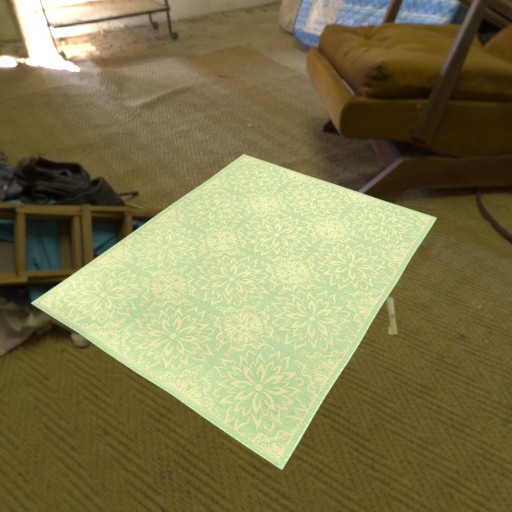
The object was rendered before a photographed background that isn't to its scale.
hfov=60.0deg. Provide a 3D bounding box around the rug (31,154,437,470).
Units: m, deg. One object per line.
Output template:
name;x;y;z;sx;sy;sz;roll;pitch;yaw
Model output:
rug;0.000;0.000;3.999;2.363;0.012;2.980;24;46;25
